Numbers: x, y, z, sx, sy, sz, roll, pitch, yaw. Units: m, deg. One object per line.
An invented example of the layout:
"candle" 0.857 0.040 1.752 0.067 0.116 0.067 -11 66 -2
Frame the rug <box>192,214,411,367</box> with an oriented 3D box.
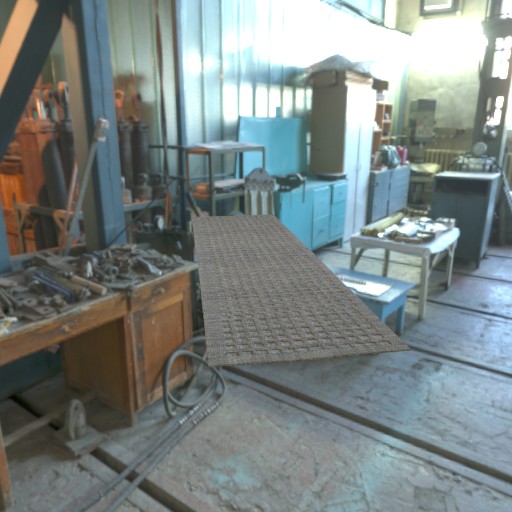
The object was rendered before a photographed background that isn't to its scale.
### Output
"rug" 0.000 0.000 2.635 0.706 0.009 2.443 -3 17 -9
